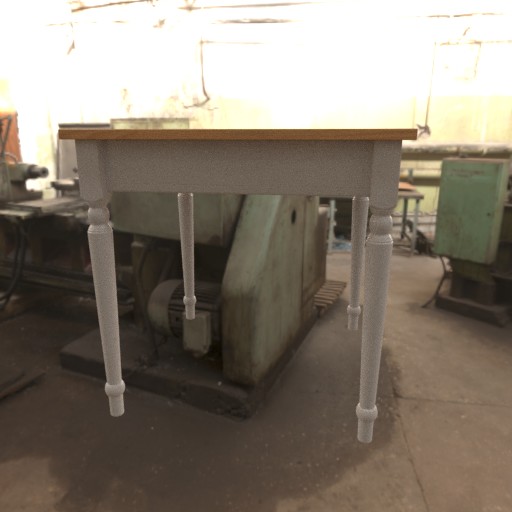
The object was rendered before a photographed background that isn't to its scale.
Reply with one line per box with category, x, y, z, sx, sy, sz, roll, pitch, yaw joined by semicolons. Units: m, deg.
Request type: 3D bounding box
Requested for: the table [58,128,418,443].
table;0.000;0.000;1.353;0.747;0.738;0.747;2;16;9
